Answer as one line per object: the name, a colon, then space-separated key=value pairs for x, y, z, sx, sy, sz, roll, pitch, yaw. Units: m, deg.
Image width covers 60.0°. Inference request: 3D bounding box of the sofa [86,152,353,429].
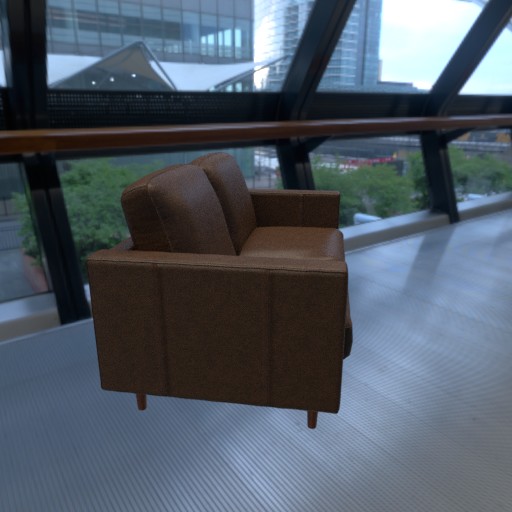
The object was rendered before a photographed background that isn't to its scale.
sofa: x=0.000 y=0.000 z=2.223 sx=0.909 sy=0.951 sz=1.578 roll=3 pitch=18 yaw=9
